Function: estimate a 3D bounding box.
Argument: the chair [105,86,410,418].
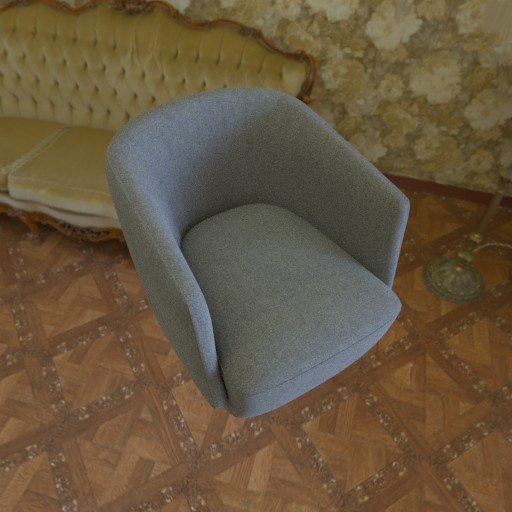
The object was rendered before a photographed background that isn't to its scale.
[{"bbox_3d":[0.000,0.000,1.665,0.822,0.861,0.986,-24,52,-21],"label":"chair"}]
